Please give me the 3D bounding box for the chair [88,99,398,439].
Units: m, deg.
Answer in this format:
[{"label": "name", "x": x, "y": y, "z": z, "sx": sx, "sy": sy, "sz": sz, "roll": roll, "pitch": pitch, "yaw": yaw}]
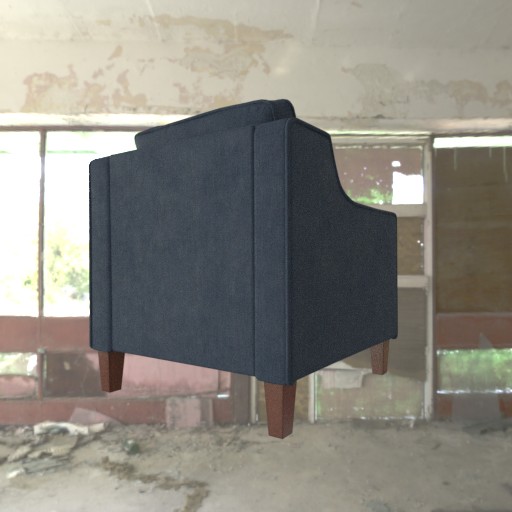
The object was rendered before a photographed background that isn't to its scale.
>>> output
[{"label": "chair", "x": 0.000, "y": 0.000, "z": 1.710, "sx": 0.831, "sy": 0.960, "sz": 0.909, "roll": 0, "pitch": -1, "yaw": 35}]
